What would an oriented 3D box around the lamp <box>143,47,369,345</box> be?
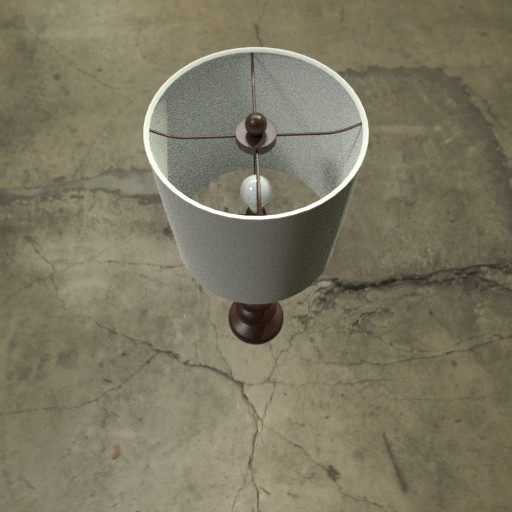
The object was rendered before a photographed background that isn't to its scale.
[{"bbox_3d":[0.000,0.000,0.797,0.254,0.690,0.254,-2,63,-1],"label":"lamp"}]
